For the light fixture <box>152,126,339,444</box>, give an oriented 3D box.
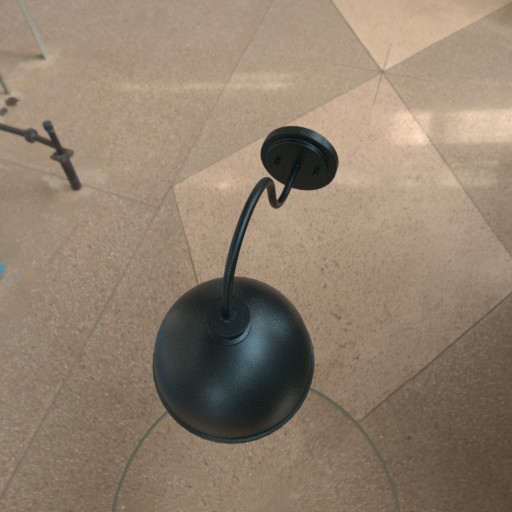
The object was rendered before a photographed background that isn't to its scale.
[{"bbox_3d":[0.000,0.000,0.628,0.253,0.295,0.467,17,61,10],"label":"light fixture"}]
